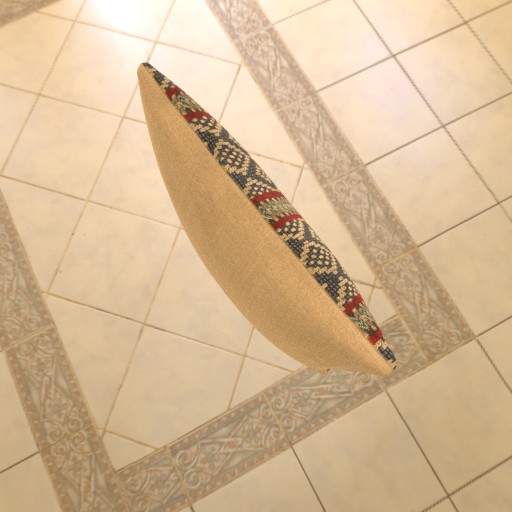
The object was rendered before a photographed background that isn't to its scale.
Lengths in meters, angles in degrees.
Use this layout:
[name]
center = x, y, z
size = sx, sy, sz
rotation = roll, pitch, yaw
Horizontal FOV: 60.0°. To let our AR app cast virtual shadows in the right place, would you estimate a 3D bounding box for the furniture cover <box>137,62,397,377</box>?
[furniture cover]
center = 0.000, 0.000, 0.664
size = 0.139, 0.431, 0.431
rotation = -37, 78, -9
